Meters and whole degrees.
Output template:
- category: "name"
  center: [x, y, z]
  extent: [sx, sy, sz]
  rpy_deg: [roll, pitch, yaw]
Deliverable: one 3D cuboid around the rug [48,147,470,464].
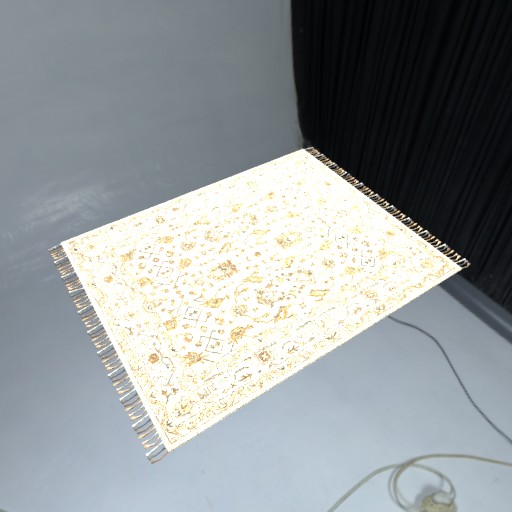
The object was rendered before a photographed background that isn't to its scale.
- category: "rug"
  center: [0.000, 0.000, 2.239]
  extent: [1.726, 0.009, 1.278]
  rpy_deg: [-26, 51, -22]
